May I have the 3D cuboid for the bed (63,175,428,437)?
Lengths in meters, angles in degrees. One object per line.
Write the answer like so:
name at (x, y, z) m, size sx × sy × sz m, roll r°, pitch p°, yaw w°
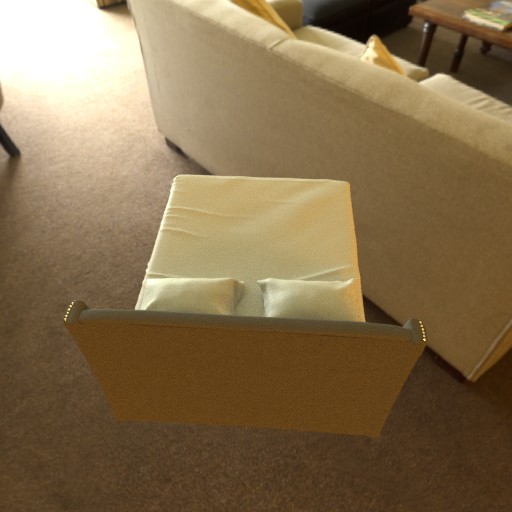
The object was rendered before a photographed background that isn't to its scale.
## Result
bed at (0.000, 0.000, 3.510) m, size 1.925 × 1.332 × 2.276 m, roll 3°, pitch 48°, yaw 3°
